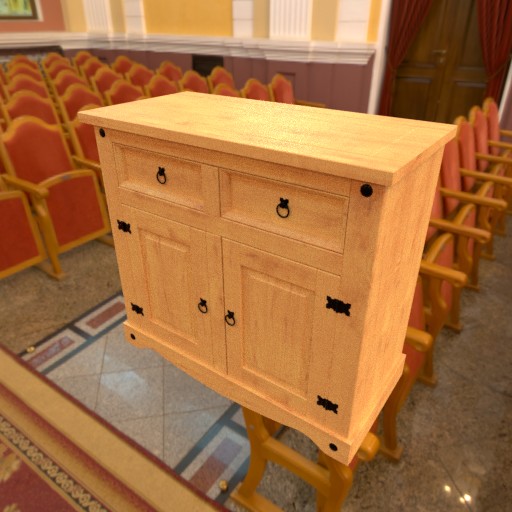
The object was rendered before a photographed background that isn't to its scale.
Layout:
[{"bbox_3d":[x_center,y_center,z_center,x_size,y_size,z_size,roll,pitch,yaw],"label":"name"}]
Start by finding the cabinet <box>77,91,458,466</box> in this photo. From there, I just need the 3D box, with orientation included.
[{"bbox_3d":[0.000,0.000,1.386,0.920,0.840,0.450,19,34,30],"label":"cabinet"}]
